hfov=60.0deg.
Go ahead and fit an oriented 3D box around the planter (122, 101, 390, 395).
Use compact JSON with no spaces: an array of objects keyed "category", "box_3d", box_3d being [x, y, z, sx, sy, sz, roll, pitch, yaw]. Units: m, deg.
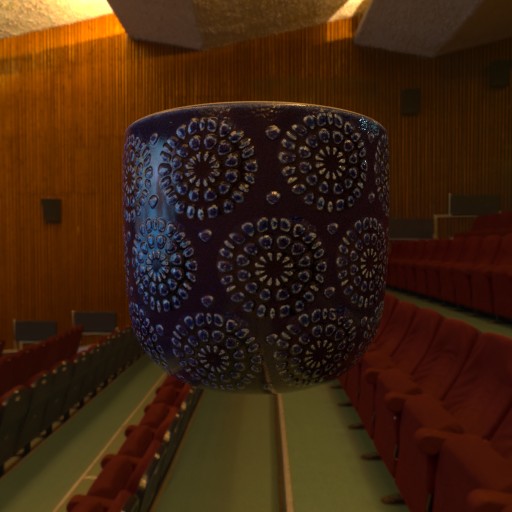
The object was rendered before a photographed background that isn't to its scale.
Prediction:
[{"category":"planter","box_3d":[0.000,0.000,0.288,0.165,0.149,0.165,0,2,0]}]
